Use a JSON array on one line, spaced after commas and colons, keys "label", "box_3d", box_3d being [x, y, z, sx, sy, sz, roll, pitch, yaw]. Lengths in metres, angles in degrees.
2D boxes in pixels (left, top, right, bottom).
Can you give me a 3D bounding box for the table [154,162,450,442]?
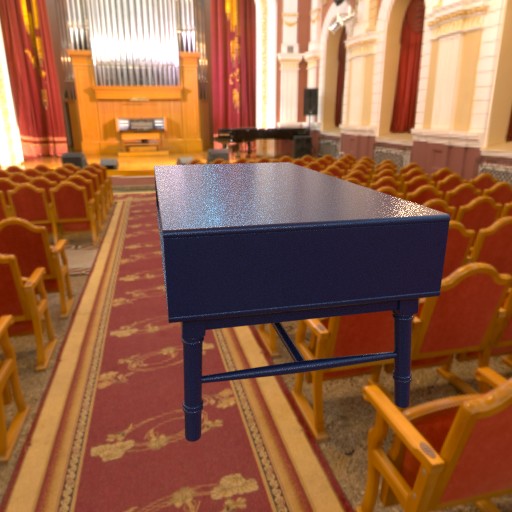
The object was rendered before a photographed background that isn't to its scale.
[{"label": "table", "box_3d": [0.000, 0.000, 1.369, 0.572, 0.457, 1.067, -4, 18, -13]}]
